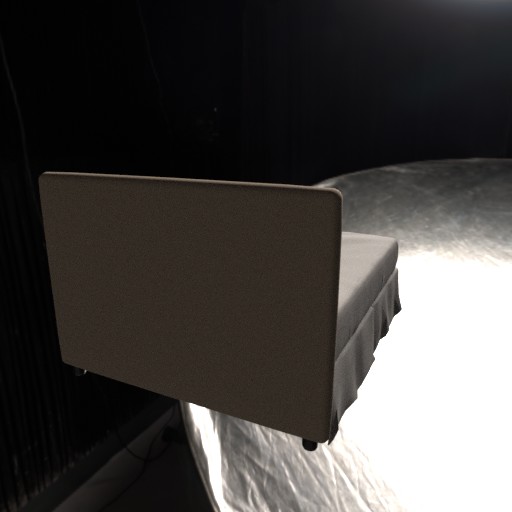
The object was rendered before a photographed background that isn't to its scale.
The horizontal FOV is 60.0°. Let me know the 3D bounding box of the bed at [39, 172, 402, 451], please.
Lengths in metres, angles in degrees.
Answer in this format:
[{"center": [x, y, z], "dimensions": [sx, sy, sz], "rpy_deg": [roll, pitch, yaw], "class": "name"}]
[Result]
[{"center": [0.000, 0.000, 3.284], "dimensions": [1.884, 1.330, 2.142], "rpy_deg": [8, 17, 25], "class": "bed"}]
